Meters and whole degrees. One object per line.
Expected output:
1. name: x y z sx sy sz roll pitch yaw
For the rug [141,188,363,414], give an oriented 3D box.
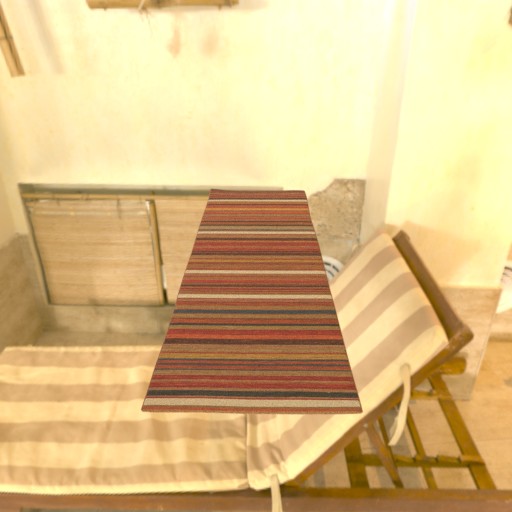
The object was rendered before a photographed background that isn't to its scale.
1. rug: 0.000 0.000 2.663 0.799 0.030 2.444 0 27 1
